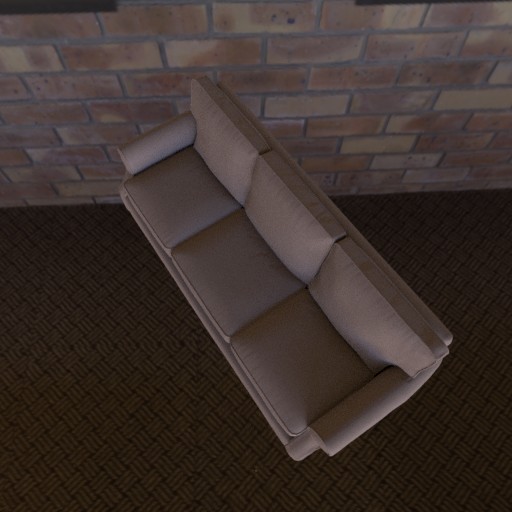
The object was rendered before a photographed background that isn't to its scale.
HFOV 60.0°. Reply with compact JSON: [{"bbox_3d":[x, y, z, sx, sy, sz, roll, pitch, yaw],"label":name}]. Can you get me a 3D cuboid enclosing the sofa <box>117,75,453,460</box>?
[{"bbox_3d":[0.000,0.000,2.793,0.966,0.948,2.353,-32,68,-14],"label":"sofa"}]
